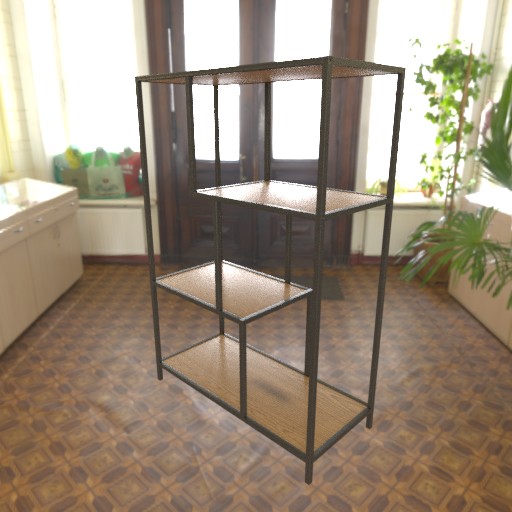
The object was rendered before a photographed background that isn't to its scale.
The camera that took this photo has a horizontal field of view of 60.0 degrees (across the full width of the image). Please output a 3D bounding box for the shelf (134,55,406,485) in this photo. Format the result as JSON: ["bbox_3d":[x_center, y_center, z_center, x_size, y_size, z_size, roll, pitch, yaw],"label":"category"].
[{"bbox_3d":[0.000,0.000,1.482,0.770,1.138,0.350,17,24,42],"label":"shelf"}]
